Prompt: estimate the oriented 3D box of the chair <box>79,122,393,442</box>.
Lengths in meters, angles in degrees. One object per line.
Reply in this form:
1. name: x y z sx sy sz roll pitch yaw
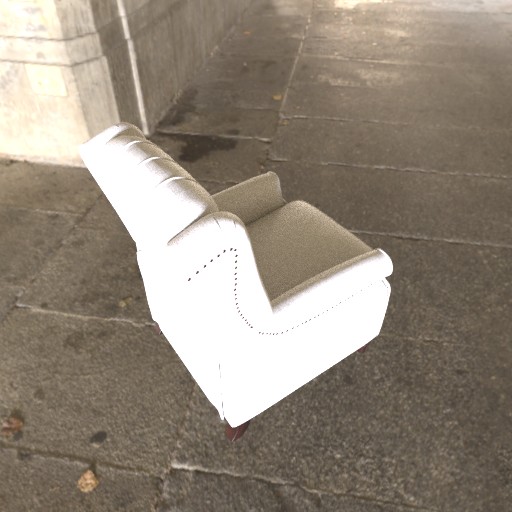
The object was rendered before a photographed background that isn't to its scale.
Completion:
1. chair: 0.000 0.000 1.655 0.902 1.035 0.742 -25 47 -25
